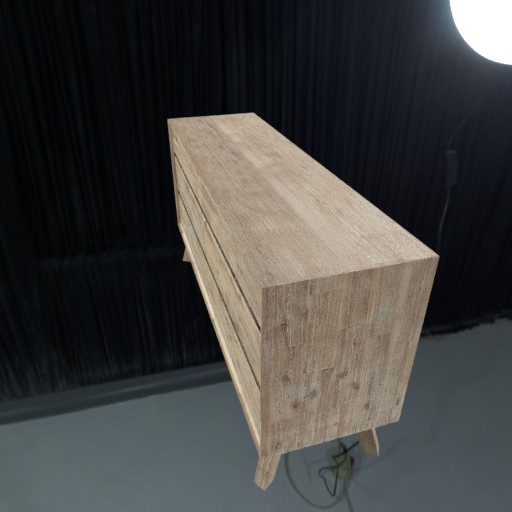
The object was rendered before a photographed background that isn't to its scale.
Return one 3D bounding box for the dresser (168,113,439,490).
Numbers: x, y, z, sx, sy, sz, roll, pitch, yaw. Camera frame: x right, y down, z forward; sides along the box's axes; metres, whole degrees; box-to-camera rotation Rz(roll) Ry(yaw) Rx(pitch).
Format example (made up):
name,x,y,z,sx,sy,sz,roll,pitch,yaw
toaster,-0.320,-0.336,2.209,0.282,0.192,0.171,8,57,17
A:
name,x,y,z,sx,sy,sz,roll,pitch,yaw
dresser,0.000,0.000,1.863,0.455,0.805,1.554,-9,32,-15
